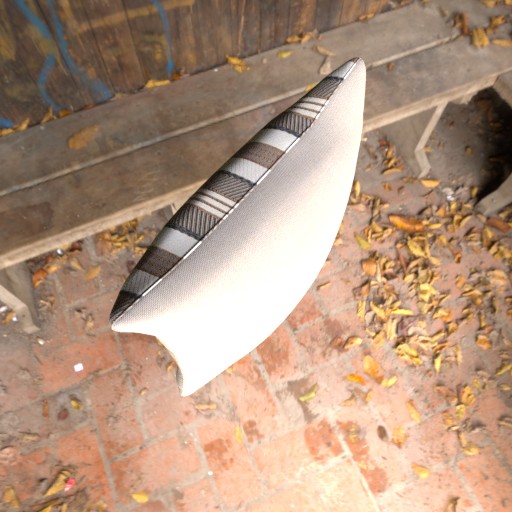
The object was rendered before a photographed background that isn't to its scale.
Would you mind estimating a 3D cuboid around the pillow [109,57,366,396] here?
[{"bbox_3d":[0.000,0.000,0.630,0.173,0.401,0.416,34,68,16],"label":"pillow"}]
